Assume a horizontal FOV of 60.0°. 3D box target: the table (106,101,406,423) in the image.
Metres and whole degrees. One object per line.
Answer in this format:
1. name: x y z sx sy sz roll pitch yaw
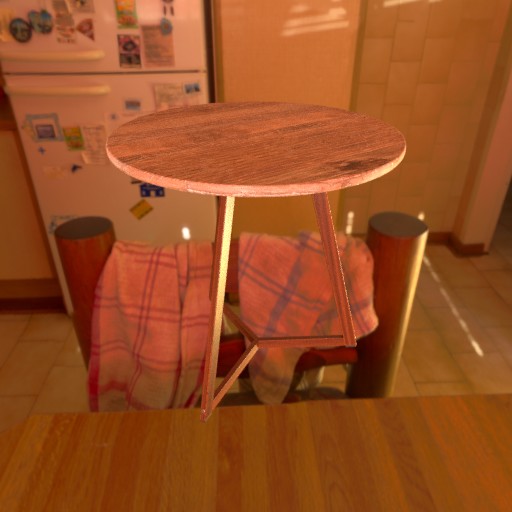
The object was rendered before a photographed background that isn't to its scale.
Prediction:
1. table: 0.000 0.000 0.894 0.500 0.500 0.500 0 31 0
